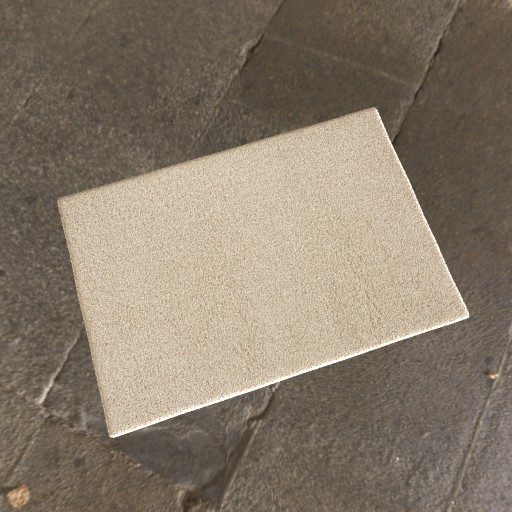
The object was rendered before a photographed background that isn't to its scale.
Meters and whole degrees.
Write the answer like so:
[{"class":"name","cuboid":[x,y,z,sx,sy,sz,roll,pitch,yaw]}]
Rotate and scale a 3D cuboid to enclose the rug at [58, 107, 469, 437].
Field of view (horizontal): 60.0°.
[{"class":"rug","cuboid":[0.000,0.000,2.224,1.778,0.030,1.219,-17,75,-5]}]
